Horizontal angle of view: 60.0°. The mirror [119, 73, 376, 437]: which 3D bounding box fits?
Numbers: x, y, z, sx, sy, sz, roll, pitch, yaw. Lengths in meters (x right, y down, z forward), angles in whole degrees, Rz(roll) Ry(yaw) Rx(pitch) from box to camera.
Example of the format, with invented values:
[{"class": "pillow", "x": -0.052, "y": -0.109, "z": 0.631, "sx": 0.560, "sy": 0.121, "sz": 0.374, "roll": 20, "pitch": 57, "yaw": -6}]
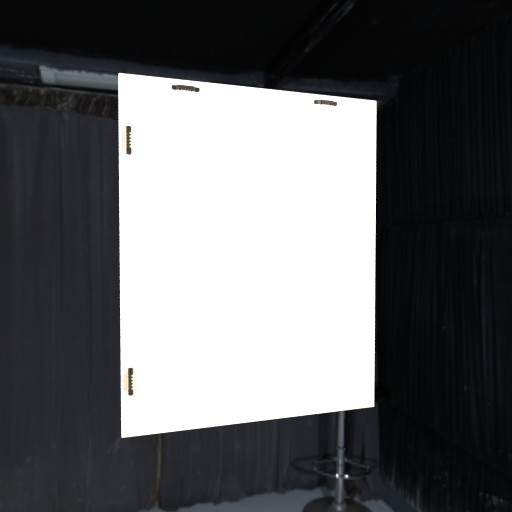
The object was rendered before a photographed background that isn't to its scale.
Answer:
[{"class": "mirror", "x": 0.000, "y": 0.000, "z": 0.692, "sx": 0.406, "sy": 0.509, "sz": 0.041, "roll": 0, "pitch": 2, "yaw": -17}]
